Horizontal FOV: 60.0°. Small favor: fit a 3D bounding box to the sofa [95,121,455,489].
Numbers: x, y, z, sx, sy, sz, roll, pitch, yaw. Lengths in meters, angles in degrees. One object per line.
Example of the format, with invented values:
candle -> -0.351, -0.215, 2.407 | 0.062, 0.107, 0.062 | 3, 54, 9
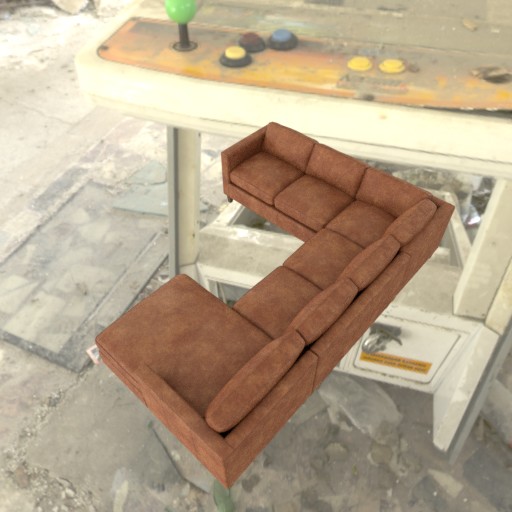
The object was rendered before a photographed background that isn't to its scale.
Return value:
sofa -> 0.000, 0.000, 4.402 | 2.452, 0.888, 3.324 | 33, 55, 27
